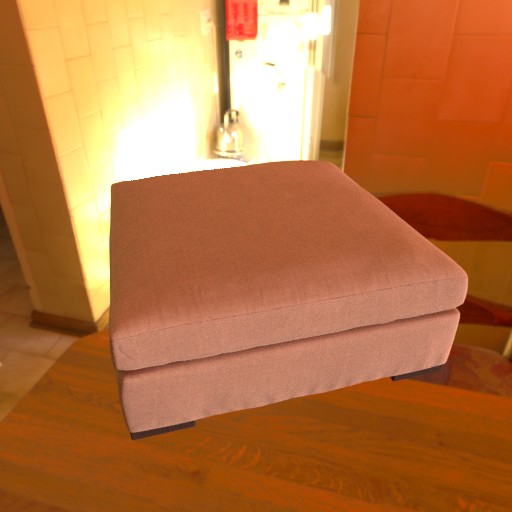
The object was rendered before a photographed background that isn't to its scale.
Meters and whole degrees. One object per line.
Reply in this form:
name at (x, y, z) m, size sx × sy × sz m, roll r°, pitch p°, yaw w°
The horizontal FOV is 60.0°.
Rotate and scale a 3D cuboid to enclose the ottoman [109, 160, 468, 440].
ottoman at (0.000, 0.000, 1.856) m, size 1.171 × 0.517 × 1.203 m, roll -8°, pitch 32°, yaw -13°
